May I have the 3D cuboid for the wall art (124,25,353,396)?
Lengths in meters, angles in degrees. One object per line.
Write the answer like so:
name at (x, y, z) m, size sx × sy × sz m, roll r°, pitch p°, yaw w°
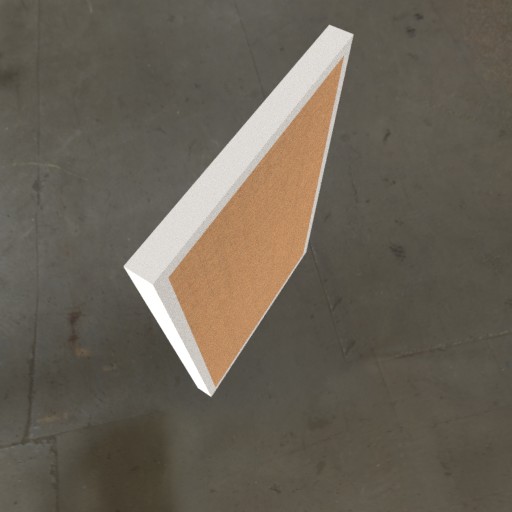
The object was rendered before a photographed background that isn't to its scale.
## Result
wall art at (0.000, 0.000, 0.540) m, size 0.025 × 0.428 × 0.293 m, roll 29°, pitch 67°, yaw 14°
